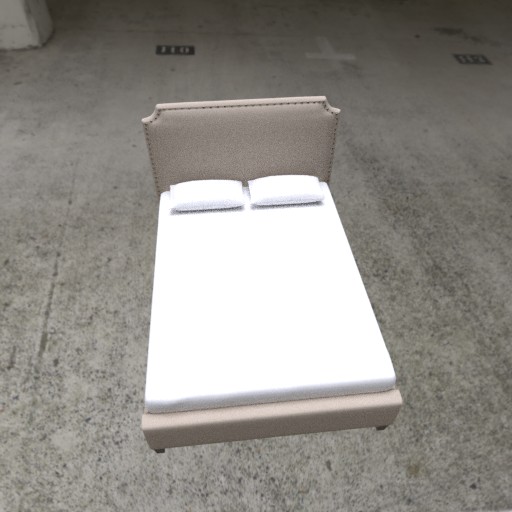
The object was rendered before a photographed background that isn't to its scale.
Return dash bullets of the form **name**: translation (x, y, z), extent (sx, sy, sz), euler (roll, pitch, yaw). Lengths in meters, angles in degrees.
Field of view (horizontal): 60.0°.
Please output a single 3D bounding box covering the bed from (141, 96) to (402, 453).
- **bed**: translation (0.000, 0.000, 3.443), extent (1.713, 1.443, 2.372), euler (-4, 46, -4)
